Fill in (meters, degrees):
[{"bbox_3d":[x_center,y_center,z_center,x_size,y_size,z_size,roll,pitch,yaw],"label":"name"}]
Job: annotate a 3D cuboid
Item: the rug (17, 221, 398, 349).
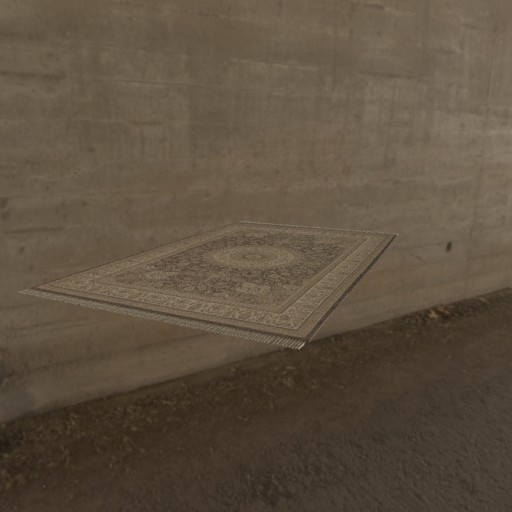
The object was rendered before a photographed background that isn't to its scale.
[{"bbox_3d":[0.000,0.000,2.986,1.528,0.010,2.440,6,15,25],"label":"rug"}]
